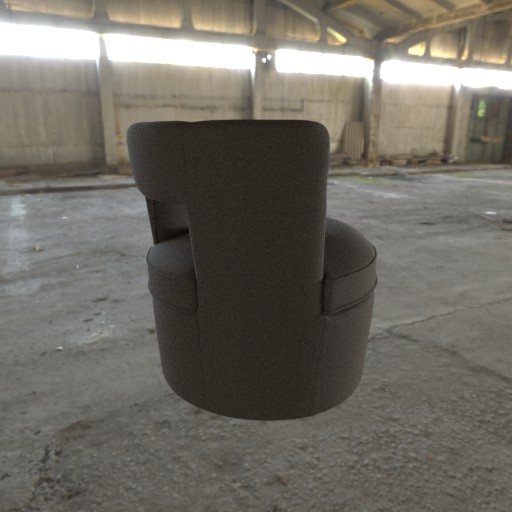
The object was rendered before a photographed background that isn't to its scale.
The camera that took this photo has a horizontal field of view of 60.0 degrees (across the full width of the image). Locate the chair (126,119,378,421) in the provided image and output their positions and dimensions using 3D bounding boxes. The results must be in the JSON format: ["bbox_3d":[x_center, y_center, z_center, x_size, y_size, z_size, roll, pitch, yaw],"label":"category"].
[{"bbox_3d":[0.000,0.000,1.260,0.660,0.719,0.689,-8,17,-26],"label":"chair"}]
